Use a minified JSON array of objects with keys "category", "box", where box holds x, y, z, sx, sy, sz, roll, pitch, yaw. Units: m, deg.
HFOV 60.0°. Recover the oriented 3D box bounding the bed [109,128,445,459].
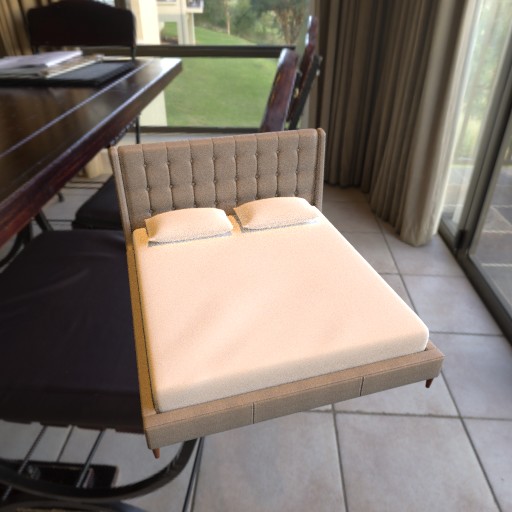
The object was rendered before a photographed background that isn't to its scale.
[{"category":"bed","box":[0.000,0.000,3.608,2.062,1.289,2.342,-9,33,-14]}]
